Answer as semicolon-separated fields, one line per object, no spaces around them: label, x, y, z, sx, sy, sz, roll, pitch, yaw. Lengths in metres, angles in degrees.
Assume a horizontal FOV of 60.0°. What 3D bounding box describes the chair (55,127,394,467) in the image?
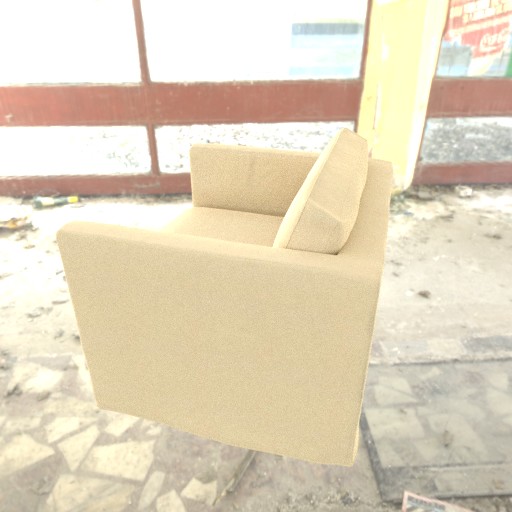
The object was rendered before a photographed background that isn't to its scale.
chair;0.000;0.000;1.715;0.947;0.851;1.057;8;30;15
